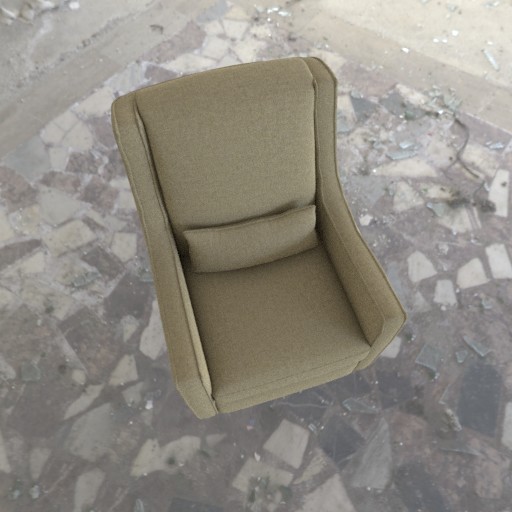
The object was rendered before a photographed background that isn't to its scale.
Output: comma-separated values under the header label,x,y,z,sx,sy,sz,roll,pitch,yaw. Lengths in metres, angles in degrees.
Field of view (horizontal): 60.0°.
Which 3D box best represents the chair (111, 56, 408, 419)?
label,x,y,z,sx,sy,sz,roll,pitch,yaw
chair,0.000,0.000,1.592,0.732,0.993,0.879,-15,63,-8
